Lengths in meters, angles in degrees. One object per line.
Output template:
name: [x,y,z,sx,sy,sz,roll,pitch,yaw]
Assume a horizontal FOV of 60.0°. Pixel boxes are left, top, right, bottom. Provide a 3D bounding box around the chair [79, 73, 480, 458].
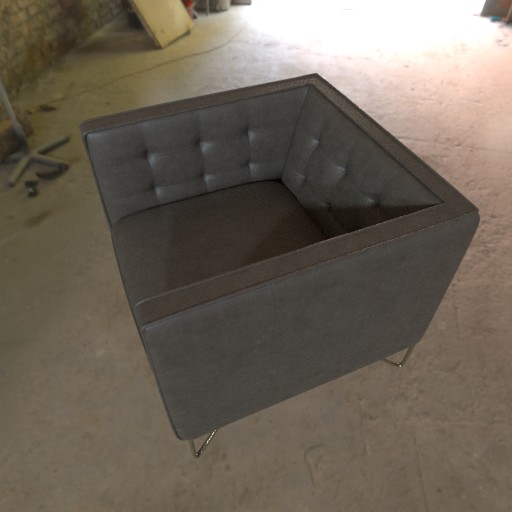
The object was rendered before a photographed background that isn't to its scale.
chair: [0.000,0.000,1.526,0.894,0.790,0.880,-18,49,-16]
